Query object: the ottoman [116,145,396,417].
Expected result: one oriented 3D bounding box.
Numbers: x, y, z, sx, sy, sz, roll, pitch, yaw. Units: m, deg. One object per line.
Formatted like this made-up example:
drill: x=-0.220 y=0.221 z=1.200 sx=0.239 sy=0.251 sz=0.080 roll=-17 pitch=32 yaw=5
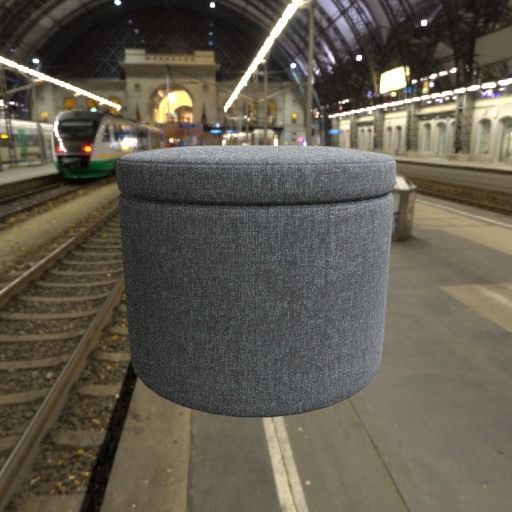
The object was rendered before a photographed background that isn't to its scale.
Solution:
ottoman: x=0.000 y=0.000 z=0.869 sx=0.500 sy=0.419 sz=0.500 roll=0 pitch=14 yaw=0
